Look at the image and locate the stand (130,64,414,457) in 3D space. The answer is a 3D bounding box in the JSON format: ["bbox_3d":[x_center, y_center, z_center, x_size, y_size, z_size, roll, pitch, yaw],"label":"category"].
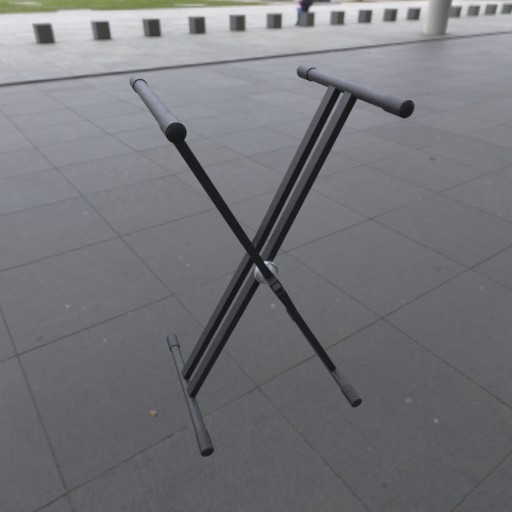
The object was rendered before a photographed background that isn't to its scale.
[{"bbox_3d":[0.000,0.000,1.233,0.503,0.900,0.495,-11,33,-17],"label":"stand"}]
